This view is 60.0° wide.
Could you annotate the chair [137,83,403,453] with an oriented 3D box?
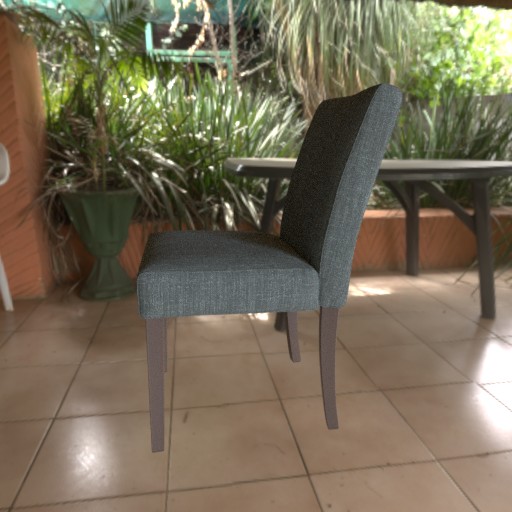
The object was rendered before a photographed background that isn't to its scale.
[{"bbox_3d":[0.000,0.000,1.258,0.629,0.884,0.487,-2,14,-10],"label":"chair"}]
